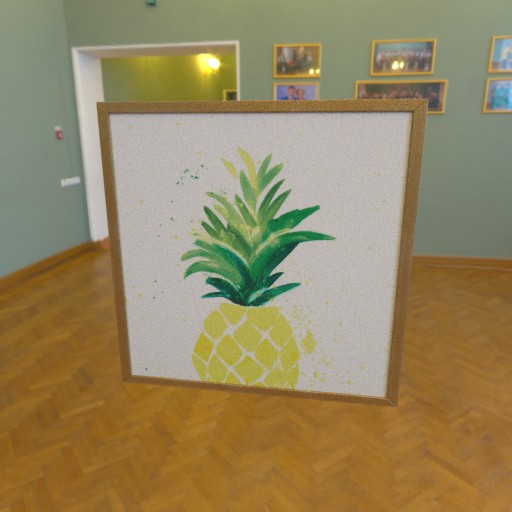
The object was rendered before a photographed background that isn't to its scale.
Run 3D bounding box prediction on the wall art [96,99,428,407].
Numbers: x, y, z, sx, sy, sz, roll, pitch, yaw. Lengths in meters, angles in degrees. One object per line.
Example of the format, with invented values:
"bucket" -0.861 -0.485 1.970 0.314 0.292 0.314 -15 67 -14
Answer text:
"wall art" 0.000 0.000 0.463 0.306 0.305 0.038 3 16 9
